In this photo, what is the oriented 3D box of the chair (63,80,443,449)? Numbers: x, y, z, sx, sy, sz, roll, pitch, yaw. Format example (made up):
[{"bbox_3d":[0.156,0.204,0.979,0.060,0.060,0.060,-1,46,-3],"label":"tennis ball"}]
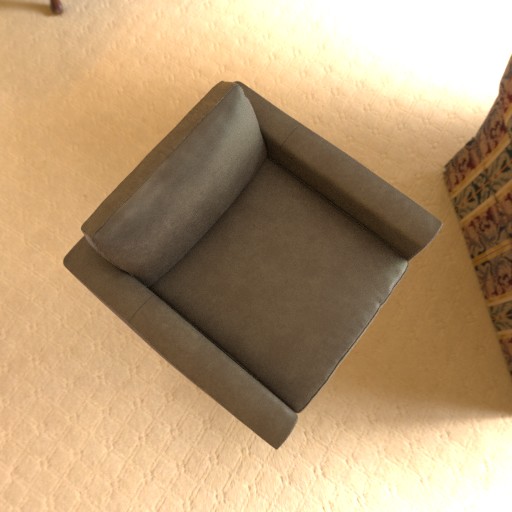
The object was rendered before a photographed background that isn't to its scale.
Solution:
[{"bbox_3d":[0.000,0.000,1.855,1.080,0.807,1.106,38,78,10],"label":"chair"}]
